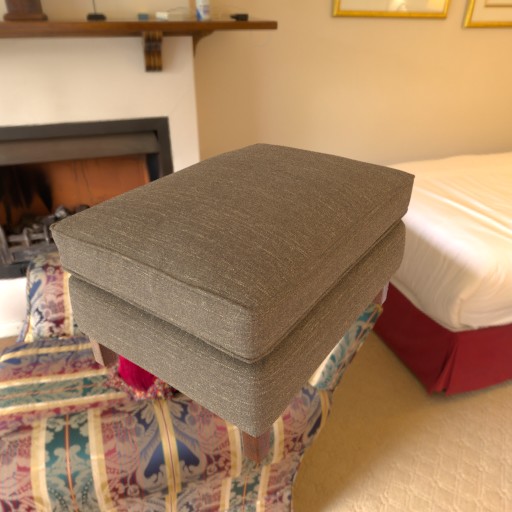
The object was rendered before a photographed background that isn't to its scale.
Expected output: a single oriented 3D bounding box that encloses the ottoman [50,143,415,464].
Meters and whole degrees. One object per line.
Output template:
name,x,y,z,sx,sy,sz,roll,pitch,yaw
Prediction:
ottoman,0.000,0.000,0.999,0.508,0.406,0.686,19,35,30
